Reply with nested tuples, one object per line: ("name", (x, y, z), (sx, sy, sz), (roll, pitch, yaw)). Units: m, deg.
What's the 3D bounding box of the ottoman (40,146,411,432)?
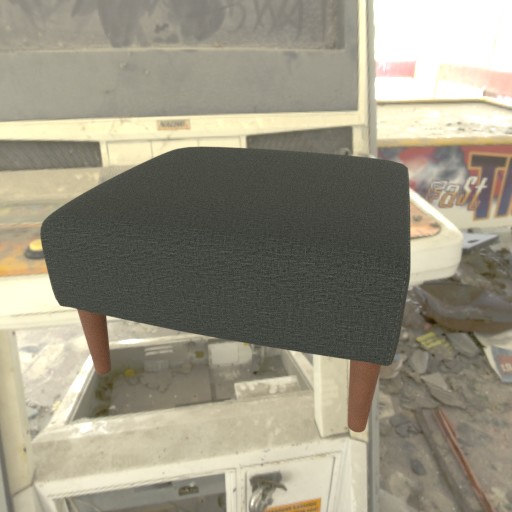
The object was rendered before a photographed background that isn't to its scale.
("ottoman", (0.000, 0.000, 1.044), (0.650, 0.398, 0.649), (8, 27, 15))
